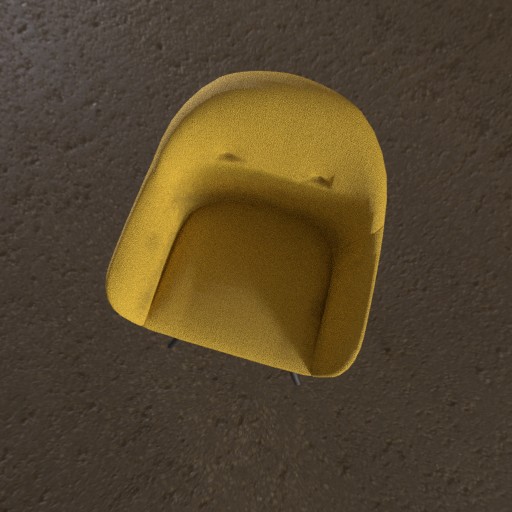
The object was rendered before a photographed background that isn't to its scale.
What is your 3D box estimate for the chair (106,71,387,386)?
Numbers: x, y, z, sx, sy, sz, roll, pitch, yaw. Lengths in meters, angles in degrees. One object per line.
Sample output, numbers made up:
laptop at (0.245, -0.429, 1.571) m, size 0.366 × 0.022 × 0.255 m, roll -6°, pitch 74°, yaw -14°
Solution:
chair at (0.000, 0.000, 1.169) m, size 0.545 × 0.775 × 0.565 m, roll 15°, pitch 75°, yaw 4°
